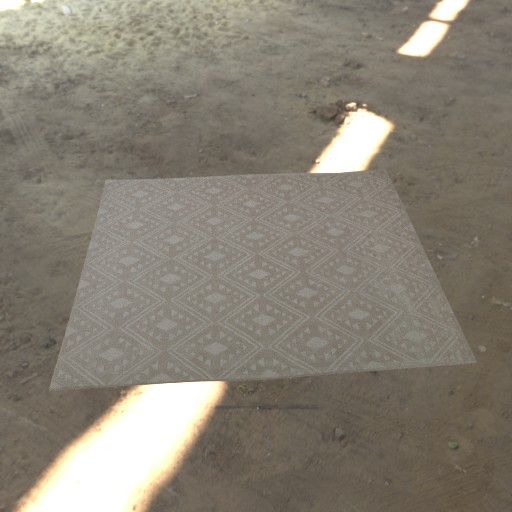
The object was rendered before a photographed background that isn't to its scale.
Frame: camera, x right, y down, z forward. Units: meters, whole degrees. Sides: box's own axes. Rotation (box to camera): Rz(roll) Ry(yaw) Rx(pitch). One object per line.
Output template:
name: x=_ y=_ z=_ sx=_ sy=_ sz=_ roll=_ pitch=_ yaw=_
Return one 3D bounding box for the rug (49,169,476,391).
rug: x=0.000 y=0.000 z=3.930 sx=3.011 sy=0.054 sz=2.399 roll=-3 pitch=46 yaw=-3
